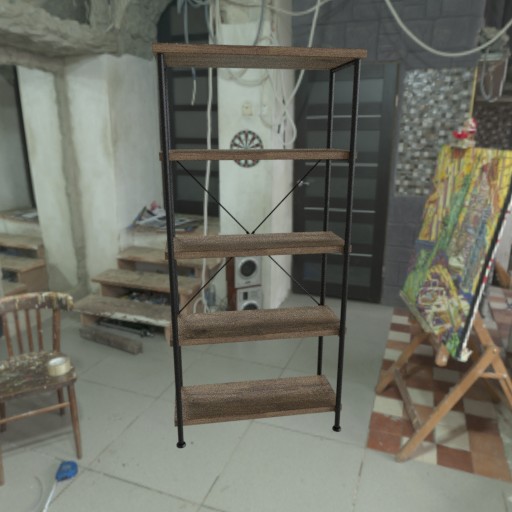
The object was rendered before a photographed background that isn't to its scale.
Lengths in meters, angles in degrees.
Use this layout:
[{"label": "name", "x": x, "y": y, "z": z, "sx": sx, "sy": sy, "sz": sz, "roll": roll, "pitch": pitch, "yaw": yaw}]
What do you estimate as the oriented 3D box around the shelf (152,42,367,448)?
[{"label": "shelf", "x": 0.000, "y": 0.000, "z": 2.026, "sx": 0.800, "sy": 1.700, "sz": 0.360, "roll": -2, "pitch": 16, "yaw": -9}]
